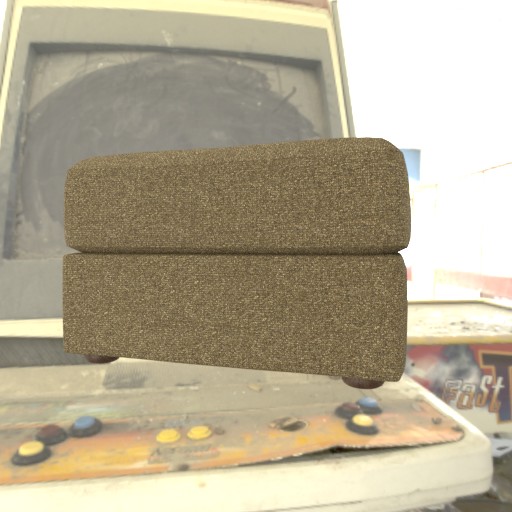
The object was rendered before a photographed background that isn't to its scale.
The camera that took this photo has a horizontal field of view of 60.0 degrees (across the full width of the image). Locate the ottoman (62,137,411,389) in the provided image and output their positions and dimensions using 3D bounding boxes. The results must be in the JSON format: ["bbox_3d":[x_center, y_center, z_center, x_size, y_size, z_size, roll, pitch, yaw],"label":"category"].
[{"bbox_3d":[0.000,0.000,1.127,0.742,0.476,0.598,0,1,18],"label":"ottoman"}]
